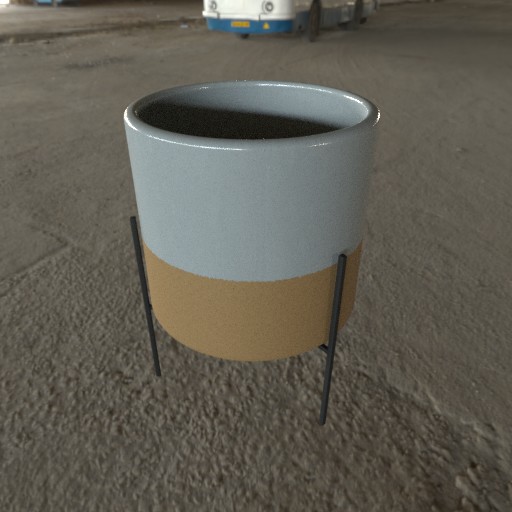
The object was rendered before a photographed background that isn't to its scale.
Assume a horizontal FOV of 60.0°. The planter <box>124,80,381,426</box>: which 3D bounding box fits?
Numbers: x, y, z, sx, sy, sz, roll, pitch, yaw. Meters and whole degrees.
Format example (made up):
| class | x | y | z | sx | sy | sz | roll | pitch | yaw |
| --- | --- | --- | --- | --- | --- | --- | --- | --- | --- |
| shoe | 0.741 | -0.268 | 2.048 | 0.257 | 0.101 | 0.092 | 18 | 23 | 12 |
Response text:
| class | x | y | z | sx | sy | sz | roll | pitch | yaw |
| --- | --- | --- | --- | --- | --- | --- | --- | --- | --- |
| planter | 0.000 | 0.000 | 0.646 | 0.310 | 0.432 | 0.310 | 21 | 38 | 29 |
